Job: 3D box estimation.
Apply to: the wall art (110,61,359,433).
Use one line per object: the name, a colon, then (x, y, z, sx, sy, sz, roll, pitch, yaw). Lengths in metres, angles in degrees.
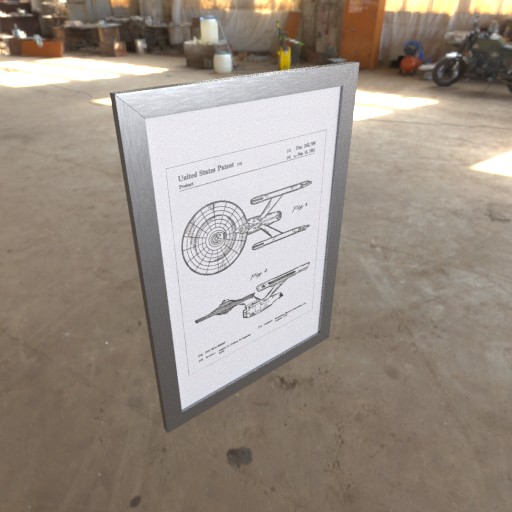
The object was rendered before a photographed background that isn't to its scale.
wall art: (0.000, 0.000, 0.691, 0.376, 0.529, 0.013, -22, 37, -32)
